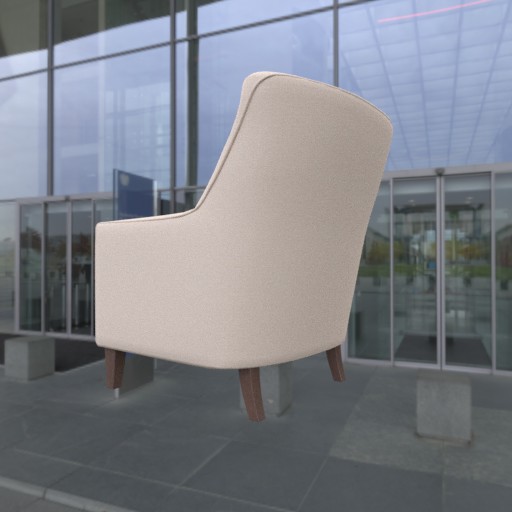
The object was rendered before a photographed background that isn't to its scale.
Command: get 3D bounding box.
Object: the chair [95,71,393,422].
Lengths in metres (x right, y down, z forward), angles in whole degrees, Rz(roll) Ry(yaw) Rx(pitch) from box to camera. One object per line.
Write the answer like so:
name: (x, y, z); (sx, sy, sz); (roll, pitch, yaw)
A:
chair: (0.000, 0.000, 1.558); (0.879, 0.916, 0.756); (0, -1, 37)
